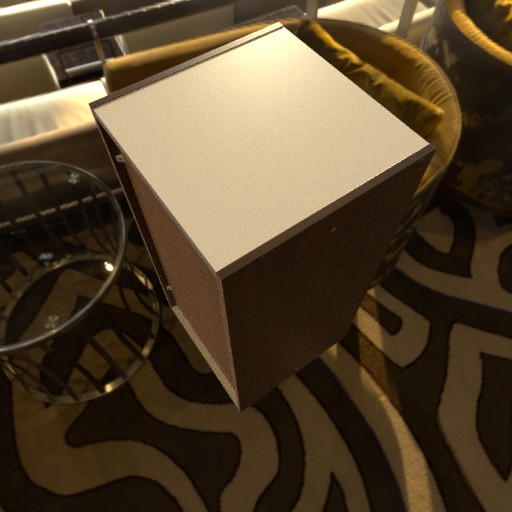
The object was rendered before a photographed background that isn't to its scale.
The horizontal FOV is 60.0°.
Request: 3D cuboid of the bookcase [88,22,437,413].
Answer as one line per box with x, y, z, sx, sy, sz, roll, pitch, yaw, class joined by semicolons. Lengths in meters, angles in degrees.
0.000;0.000;0.777;0.290;0.600;0.300;-31;64;-17;bookcase
